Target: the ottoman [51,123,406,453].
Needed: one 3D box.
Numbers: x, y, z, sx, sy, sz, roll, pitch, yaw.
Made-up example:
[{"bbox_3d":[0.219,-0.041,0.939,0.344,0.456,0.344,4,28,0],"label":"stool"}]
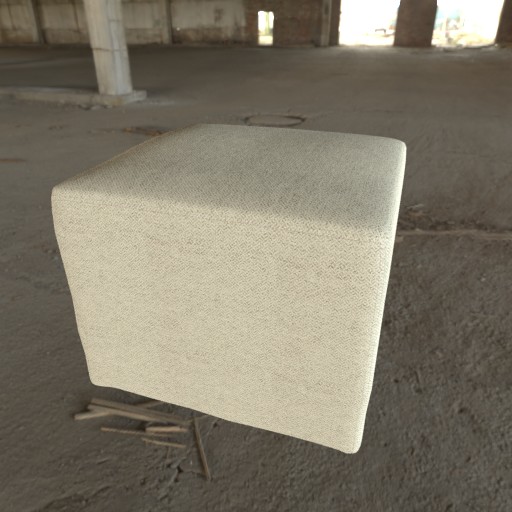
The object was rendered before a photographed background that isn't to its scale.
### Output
[{"bbox_3d":[0.000,0.000,0.898,0.521,0.453,0.512,9,29,17],"label":"ottoman"}]
